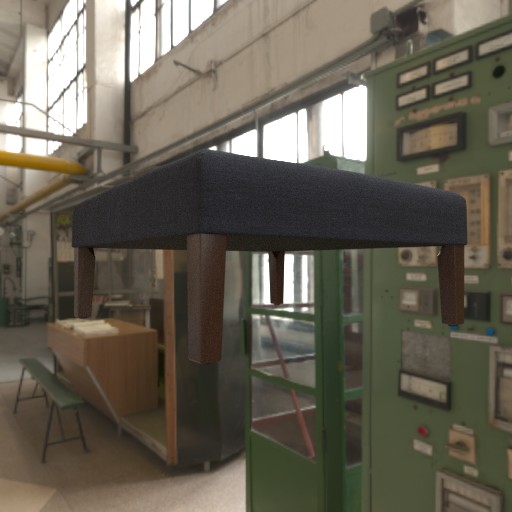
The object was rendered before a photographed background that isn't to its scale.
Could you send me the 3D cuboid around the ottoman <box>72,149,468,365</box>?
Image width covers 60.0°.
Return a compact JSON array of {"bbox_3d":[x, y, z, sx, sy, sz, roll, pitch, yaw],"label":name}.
[{"bbox_3d":[0.000,0.000,1.384,0.890,0.411,0.889,1,-1,-36],"label":"ottoman"}]
